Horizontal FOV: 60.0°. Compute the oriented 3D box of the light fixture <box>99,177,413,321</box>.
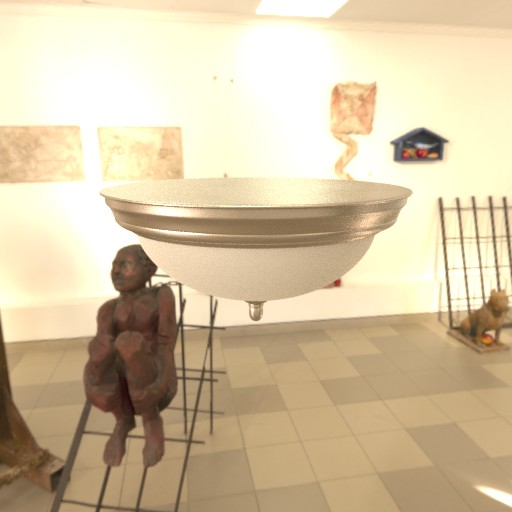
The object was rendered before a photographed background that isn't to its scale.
[{"bbox_3d":[0.000,0.000,0.433,0.280,0.135,0.280,0,14,0],"label":"light fixture"}]
